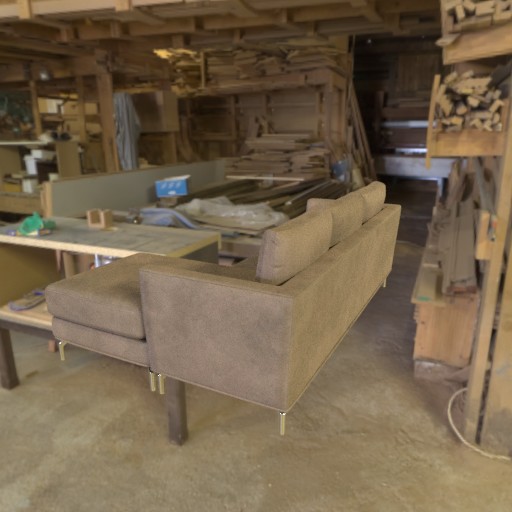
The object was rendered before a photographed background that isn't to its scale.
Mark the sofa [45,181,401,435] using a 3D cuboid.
[{"bbox_3d":[0.000,0.000,3.286,1.622,0.987,2.438,8,19,26],"label":"sofa"}]
